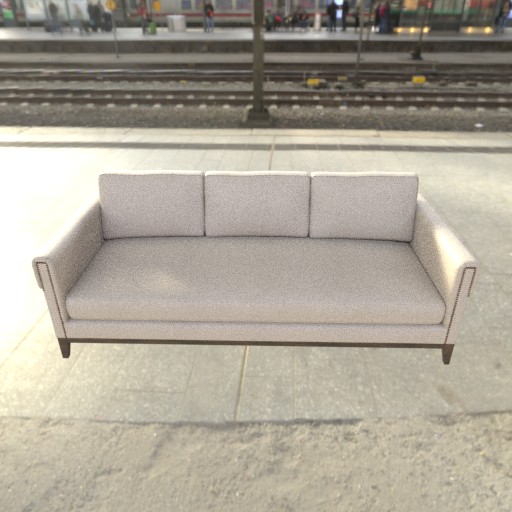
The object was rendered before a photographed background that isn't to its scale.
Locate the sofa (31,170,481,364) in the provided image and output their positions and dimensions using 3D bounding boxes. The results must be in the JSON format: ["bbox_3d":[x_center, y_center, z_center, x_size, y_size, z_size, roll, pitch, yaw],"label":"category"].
[{"bbox_3d":[0.000,0.000,2.679,2.210,0.838,0.959,1,29,1],"label":"sofa"}]
